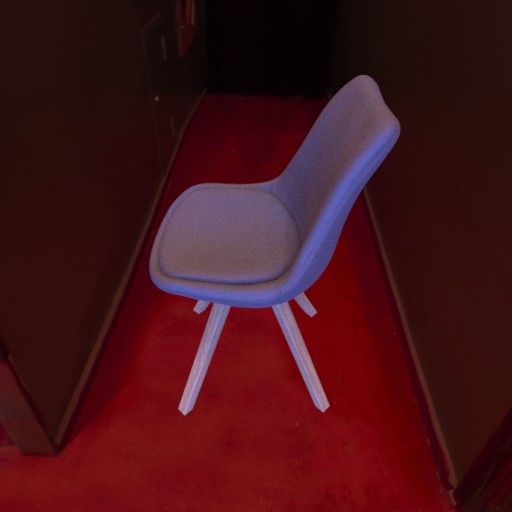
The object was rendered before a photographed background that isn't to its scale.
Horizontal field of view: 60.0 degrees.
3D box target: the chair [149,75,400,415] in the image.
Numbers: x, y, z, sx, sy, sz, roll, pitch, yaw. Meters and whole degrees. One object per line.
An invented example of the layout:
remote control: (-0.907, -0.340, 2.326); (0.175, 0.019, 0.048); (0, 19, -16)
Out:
chair: (0.000, 0.000, 1.191); (0.547, 0.865, 0.483); (0, 40, 0)
